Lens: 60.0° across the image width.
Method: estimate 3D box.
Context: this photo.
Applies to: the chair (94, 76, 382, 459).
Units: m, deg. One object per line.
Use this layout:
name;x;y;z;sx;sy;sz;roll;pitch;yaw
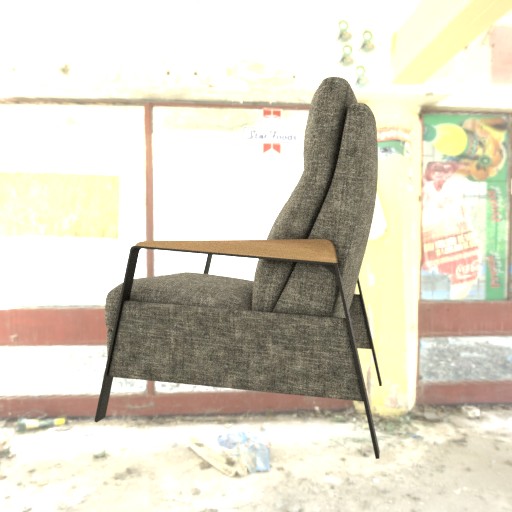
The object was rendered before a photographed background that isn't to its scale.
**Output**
chair;0.000;0.000;1.588;0.868;1.042;0.671;0;1;16
